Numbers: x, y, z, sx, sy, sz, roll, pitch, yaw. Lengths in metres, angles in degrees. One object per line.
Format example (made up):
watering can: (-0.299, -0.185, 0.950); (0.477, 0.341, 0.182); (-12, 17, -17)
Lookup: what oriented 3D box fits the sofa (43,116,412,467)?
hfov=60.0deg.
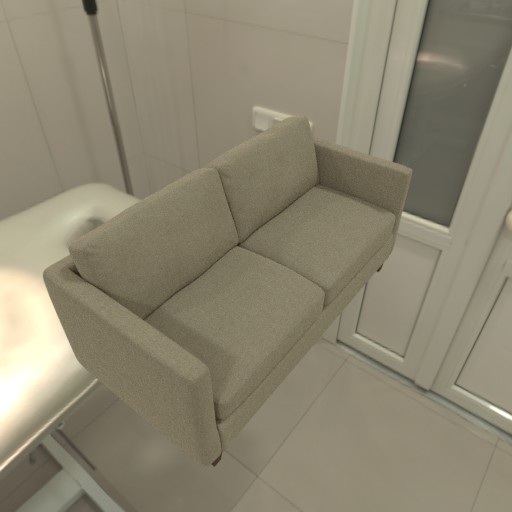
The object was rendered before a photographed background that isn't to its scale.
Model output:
sofa: (0.000, 0.000, 2.435); (0.951, 0.947, 1.884); (27, 47, 28)
